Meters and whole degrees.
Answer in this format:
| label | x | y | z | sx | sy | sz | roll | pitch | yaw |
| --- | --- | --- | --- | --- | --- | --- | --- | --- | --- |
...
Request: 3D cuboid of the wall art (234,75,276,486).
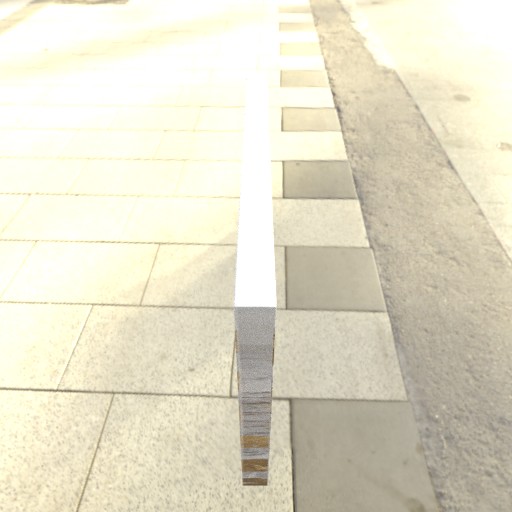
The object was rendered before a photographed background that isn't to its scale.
| label | x | y | z | sx | sy | sz | roll | pitch | yaw |
| --- | --- | --- | --- | --- | --- | --- | --- | --- | --- |
| wall art | 0.000 | 0.000 | 0.773 | 0.041 | 0.407 | 0.606 | 0 | 41 | 0 |
